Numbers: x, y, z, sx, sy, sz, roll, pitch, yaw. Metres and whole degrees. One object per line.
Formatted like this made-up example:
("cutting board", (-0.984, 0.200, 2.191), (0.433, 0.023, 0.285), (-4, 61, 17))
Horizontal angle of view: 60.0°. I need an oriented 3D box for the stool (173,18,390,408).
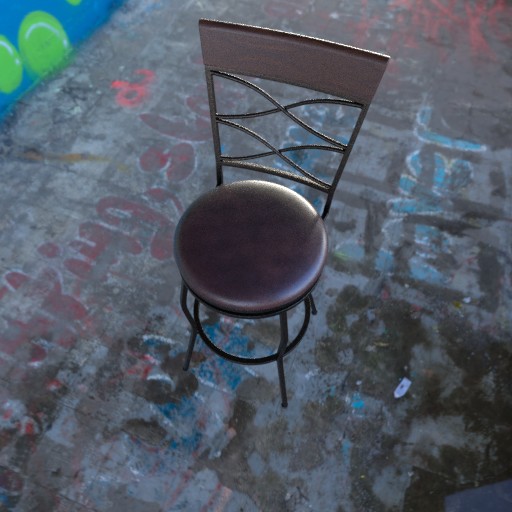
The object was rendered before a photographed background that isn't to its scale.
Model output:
("stool", (0.000, 0.000, 1.348), (0.448, 1.130, 0.513), (17, 58, 11))
